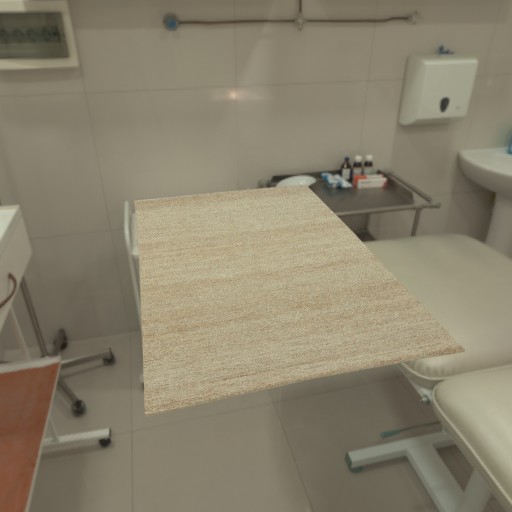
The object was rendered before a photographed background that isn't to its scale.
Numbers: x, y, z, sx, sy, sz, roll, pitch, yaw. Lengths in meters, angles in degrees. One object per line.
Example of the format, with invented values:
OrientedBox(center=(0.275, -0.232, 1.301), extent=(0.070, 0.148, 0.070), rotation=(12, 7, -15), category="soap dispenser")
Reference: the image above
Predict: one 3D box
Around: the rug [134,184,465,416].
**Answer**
OrientedBox(center=(0.000, 0.000, 3.018), extent=(1.574, 0.029, 2.346), rotation=(-7, 31, -12), category="rug")
